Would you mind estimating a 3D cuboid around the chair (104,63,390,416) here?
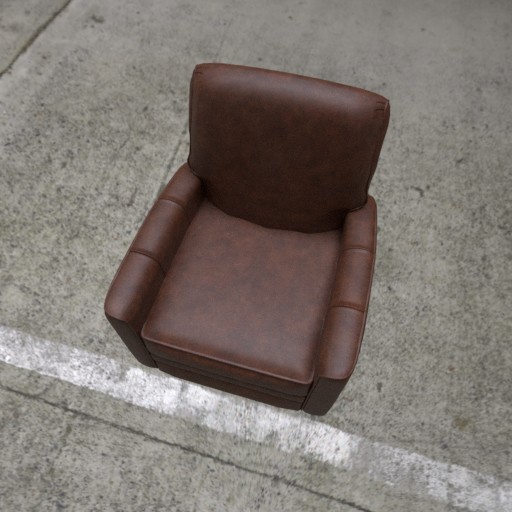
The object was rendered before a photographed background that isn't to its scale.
[{"bbox_3d":[0.000,0.000,1.637,0.839,1.010,0.850,14,60,8],"label":"chair"}]
